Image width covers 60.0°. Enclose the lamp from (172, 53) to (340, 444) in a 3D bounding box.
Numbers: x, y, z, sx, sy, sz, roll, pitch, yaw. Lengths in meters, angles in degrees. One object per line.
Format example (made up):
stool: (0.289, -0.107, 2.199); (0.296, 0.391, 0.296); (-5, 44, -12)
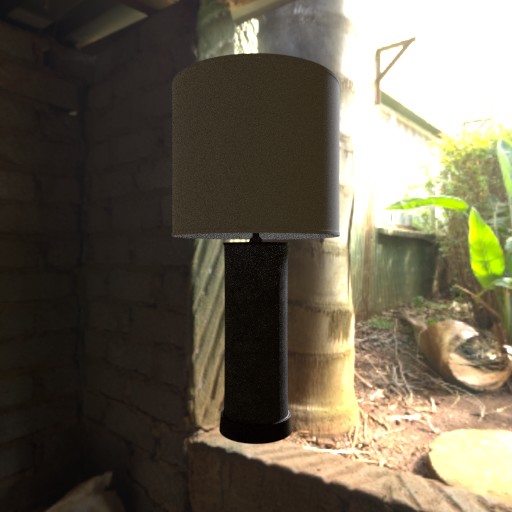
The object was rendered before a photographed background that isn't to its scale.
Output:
lamp: (0.000, 0.000, 0.807); (0.301, 0.630, 0.301); (0, 0, 0)
